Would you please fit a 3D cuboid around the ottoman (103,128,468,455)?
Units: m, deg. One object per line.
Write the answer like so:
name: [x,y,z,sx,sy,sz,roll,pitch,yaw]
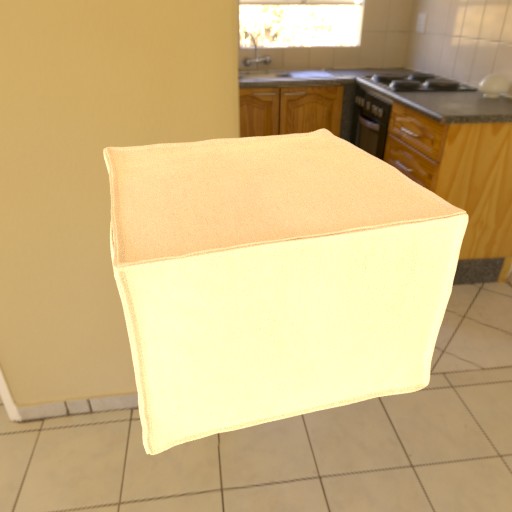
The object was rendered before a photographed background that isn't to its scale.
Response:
ottoman: [0.000,0.000,1.140,0.696,0.470,0.707,-9,31,-15]
